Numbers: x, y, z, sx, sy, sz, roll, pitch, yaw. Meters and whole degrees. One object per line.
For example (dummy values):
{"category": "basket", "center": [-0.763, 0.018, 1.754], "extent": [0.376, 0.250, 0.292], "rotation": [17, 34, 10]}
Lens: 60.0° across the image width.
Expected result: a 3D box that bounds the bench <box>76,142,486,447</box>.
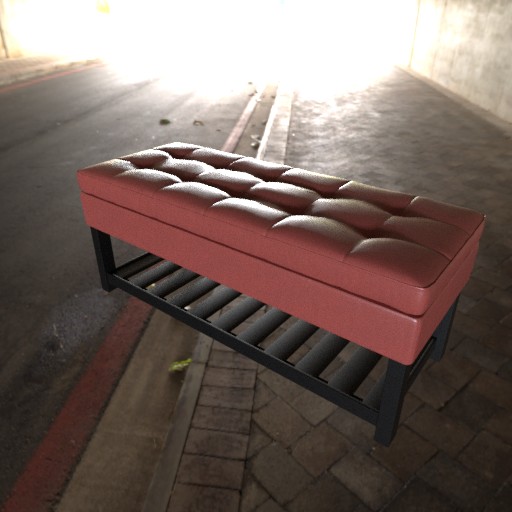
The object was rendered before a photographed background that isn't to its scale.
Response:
{"category": "bench", "center": [0.000, 0.000, 1.325], "extent": [1.105, 0.460, 0.432], "rotation": [21, 35, 32]}
